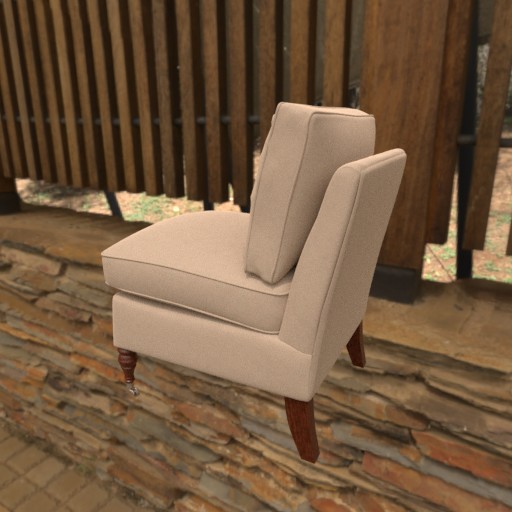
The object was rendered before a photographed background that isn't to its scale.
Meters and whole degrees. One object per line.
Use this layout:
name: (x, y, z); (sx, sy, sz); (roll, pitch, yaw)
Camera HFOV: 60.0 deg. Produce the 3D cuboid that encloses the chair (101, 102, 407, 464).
chair: (0.000, 0.000, 1.647); (0.912, 1.052, 0.724); (8, 19, 25)
